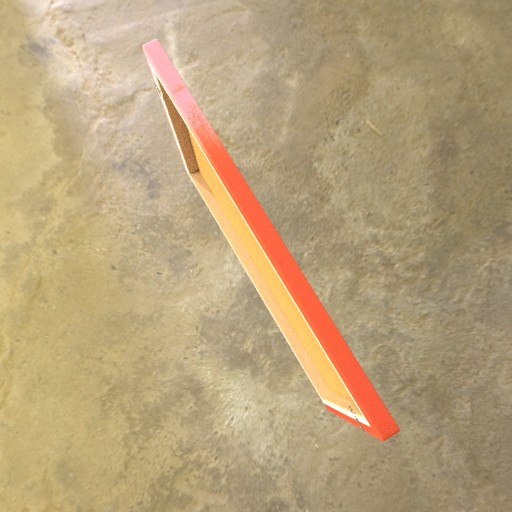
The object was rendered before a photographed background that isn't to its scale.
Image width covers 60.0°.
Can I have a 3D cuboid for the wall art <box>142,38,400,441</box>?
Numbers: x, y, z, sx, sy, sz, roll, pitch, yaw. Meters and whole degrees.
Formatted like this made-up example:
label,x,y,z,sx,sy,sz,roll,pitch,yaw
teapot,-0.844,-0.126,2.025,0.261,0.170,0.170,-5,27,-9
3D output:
label,x,y,z,sx,sy,sz,roll,pitch,yaw
wall art,0.000,0.000,1.142,0.040,0.609,0.913,-29,78,-7
